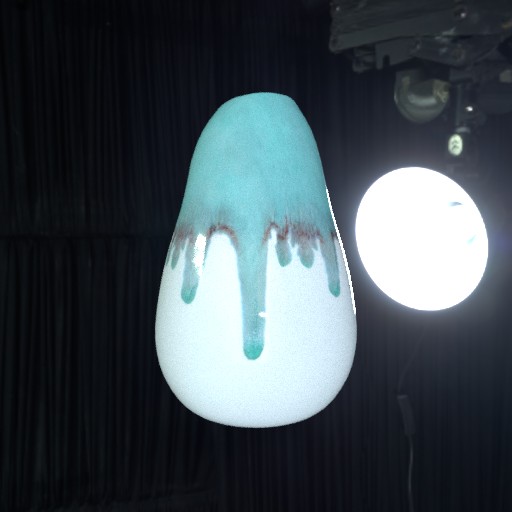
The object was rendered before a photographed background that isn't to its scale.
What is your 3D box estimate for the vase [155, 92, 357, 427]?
[{"bbox_3d":[0.000,0.000,0.262,0.116,0.179,0.116,0,0,0],"label":"vase"}]
